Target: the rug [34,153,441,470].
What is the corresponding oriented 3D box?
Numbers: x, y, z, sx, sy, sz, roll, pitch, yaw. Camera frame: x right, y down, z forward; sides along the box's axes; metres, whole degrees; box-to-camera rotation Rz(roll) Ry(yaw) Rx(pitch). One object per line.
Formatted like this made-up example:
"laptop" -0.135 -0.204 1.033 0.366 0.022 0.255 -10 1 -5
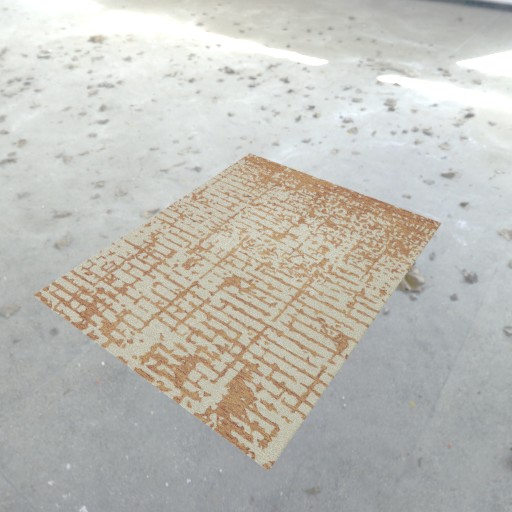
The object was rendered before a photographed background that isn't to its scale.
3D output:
"rug" 0.000 0.000 4.129 2.441 0.011 3.050 26 48 26
